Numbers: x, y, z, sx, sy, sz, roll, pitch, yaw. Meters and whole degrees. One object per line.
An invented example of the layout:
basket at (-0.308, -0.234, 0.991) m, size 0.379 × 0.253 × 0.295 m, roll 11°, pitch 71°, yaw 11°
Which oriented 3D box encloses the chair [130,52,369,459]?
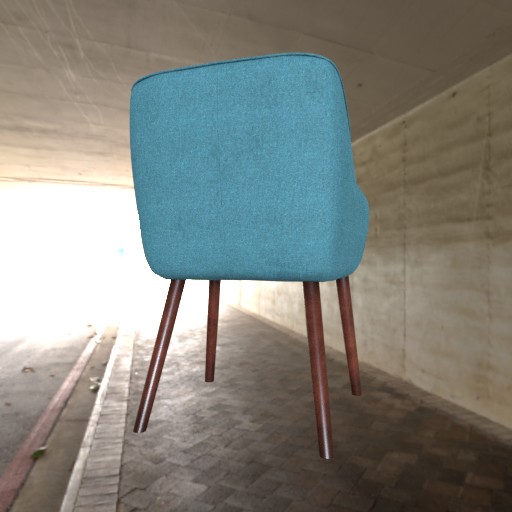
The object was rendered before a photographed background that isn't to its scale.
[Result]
chair at (0.000, 0.000, 1.148) m, size 0.543 × 0.803 × 0.519 m, roll 0°, pitch -1°, yaw 18°
